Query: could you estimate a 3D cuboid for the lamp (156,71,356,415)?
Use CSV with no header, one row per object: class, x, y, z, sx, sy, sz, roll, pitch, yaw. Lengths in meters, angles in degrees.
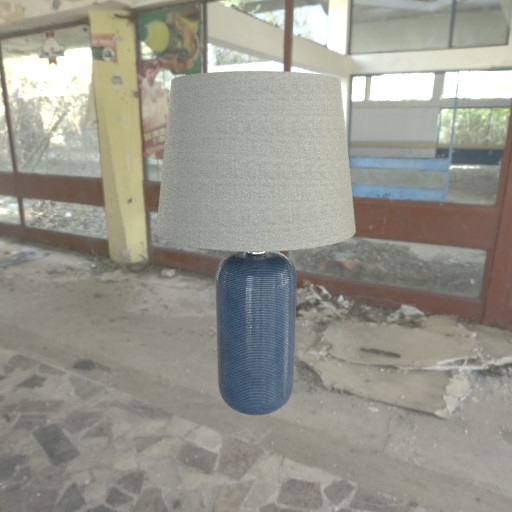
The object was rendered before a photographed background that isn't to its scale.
lamp,0.000,0.000,0.584,0.253,0.428,0.253,0,15,0
